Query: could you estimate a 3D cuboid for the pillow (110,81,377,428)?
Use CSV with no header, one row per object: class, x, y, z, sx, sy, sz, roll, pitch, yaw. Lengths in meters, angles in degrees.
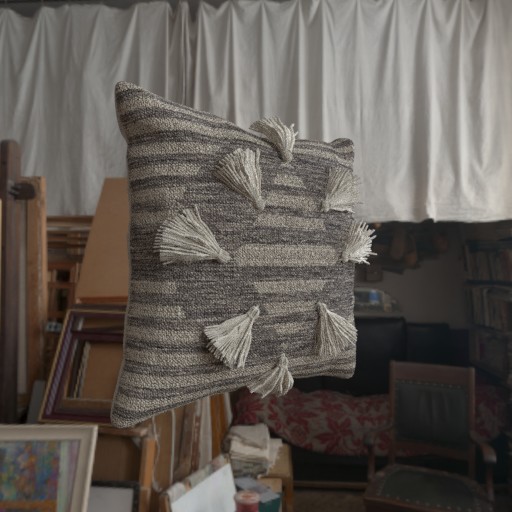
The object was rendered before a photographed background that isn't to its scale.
pillow,0.000,0.000,0.754,0.484,0.490,0.234,1,-1,-37
